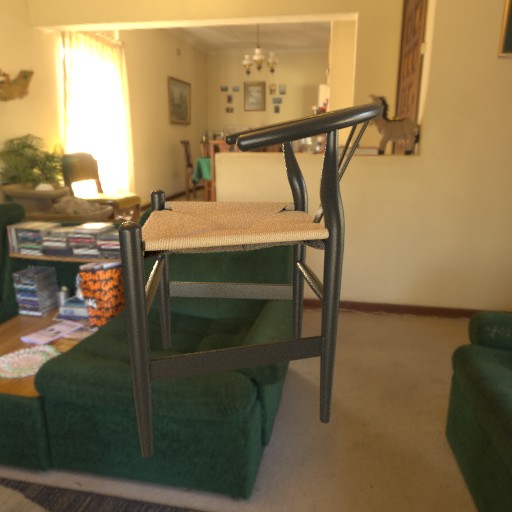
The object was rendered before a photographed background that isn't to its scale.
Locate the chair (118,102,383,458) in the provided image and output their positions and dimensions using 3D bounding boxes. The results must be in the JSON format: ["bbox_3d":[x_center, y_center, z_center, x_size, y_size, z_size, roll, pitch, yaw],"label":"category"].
[{"bbox_3d":[0.000,0.000,1.130,0.570,0.739,0.570,-2,16,-6],"label":"chair"}]
